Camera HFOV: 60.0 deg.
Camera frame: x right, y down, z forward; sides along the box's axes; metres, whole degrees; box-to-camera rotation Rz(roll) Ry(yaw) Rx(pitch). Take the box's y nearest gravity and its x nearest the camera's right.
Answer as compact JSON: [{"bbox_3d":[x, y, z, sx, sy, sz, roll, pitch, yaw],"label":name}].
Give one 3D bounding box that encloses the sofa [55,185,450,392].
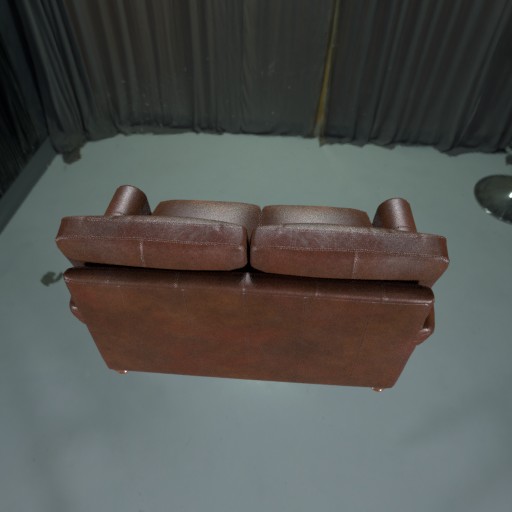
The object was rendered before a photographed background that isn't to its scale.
[{"bbox_3d":[0.000,0.000,2.245,1.616,0.976,0.990,3,47,3],"label":"sofa"}]
